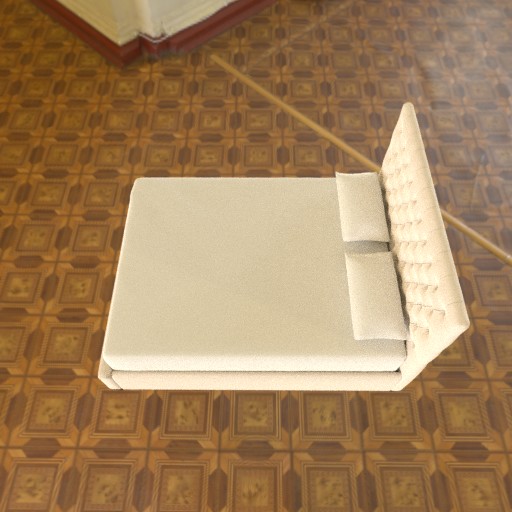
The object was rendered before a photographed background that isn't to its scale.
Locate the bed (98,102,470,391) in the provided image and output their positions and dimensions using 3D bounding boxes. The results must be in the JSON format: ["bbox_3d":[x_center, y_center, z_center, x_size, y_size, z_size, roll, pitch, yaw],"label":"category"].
[{"bbox_3d":[0.000,0.000,3.290,2.233,1.426,1.696,0,59,0],"label":"bed"}]
